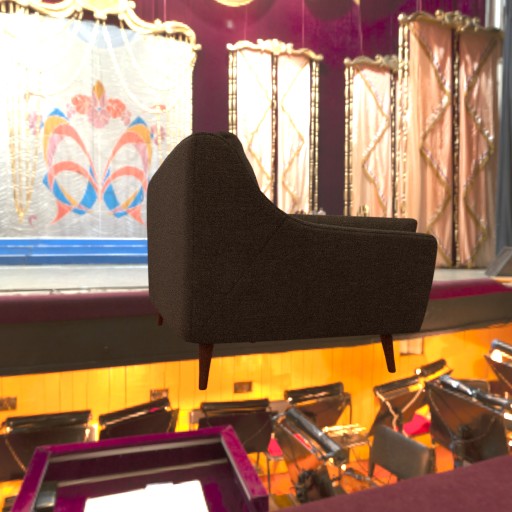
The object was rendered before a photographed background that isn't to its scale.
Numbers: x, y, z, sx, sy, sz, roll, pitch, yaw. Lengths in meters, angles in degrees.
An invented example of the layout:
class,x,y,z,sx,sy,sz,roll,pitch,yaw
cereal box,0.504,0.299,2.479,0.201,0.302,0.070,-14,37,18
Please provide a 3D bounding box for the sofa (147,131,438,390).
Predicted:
class,x,y,z,sx,sy,sz,roll,pitch,yaw
sofa,0.000,0.000,2.254,0.976,0.887,1.646,-1,2,-19
